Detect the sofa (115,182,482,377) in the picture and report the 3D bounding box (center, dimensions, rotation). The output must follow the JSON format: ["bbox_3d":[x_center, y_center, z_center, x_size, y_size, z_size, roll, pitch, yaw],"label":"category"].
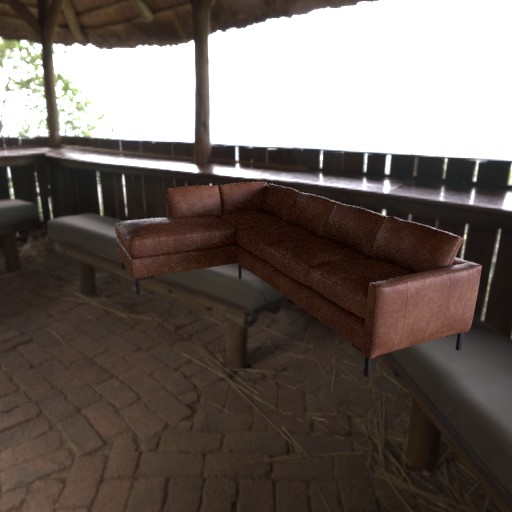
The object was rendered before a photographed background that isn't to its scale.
[{"bbox_3d":[0.000,0.000,3.891,1.938,0.877,2.984,-8,19,-25],"label":"sofa"}]
